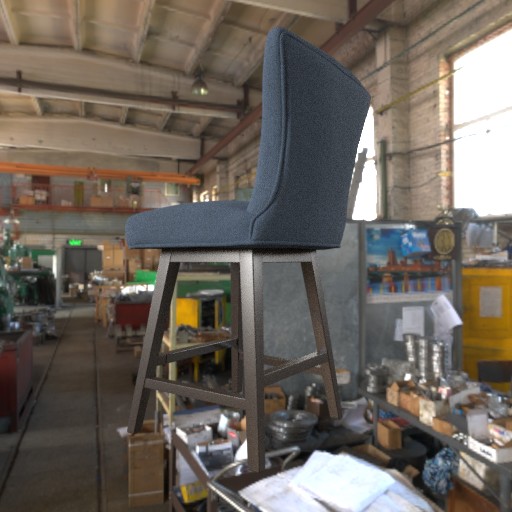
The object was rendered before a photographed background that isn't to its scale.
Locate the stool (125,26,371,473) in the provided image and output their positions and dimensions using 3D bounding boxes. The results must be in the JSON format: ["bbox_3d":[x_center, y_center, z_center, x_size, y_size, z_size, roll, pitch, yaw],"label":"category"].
[{"bbox_3d":[0.000,0.000,1.293,0.574,1.000,0.514,0,0,36],"label":"stool"}]
